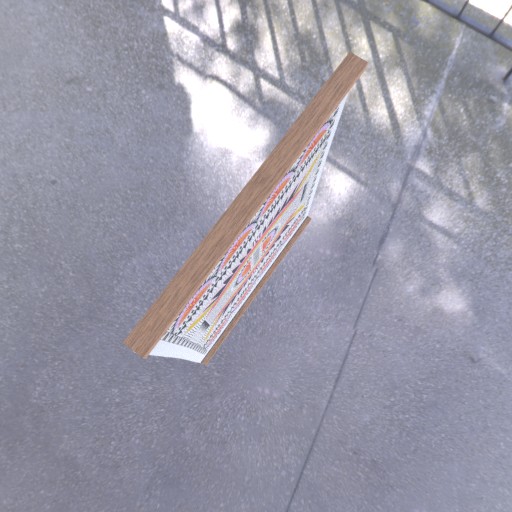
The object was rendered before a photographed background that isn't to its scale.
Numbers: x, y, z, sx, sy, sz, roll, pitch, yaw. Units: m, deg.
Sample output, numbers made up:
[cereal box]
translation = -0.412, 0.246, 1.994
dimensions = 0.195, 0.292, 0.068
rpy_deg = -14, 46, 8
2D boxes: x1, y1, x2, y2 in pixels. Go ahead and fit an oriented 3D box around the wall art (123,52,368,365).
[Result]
[wall art]
translation = 0.000, 0.000, 0.816
dimensions = 0.028, 0.609, 0.456
rpy_deg = 35, 78, 8
